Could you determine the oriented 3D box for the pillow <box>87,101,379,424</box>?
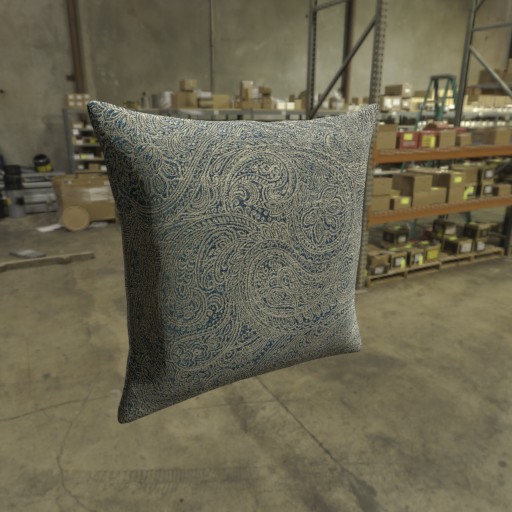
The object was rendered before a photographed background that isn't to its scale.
[{"bbox_3d":[0.000,0.000,0.778,0.523,0.510,0.166,-10,20,-27],"label":"pillow"}]
